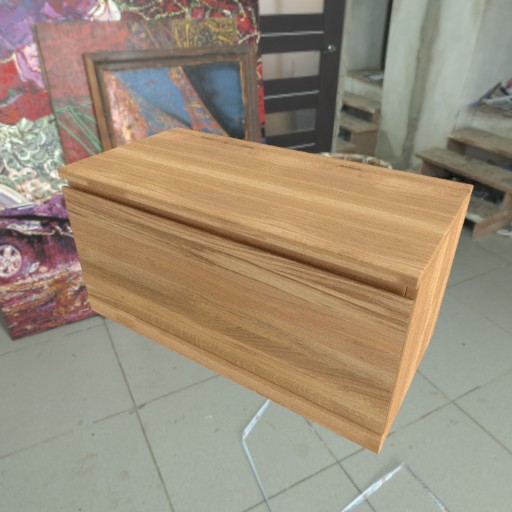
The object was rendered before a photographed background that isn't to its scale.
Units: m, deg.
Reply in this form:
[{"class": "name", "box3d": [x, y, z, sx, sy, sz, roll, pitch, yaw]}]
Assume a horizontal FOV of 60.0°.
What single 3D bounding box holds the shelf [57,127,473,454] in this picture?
[{"class": "shelf", "box3d": [0.000, 0.000, 1.050, 0.800, 0.400, 0.400, 19, 36, 27]}]
